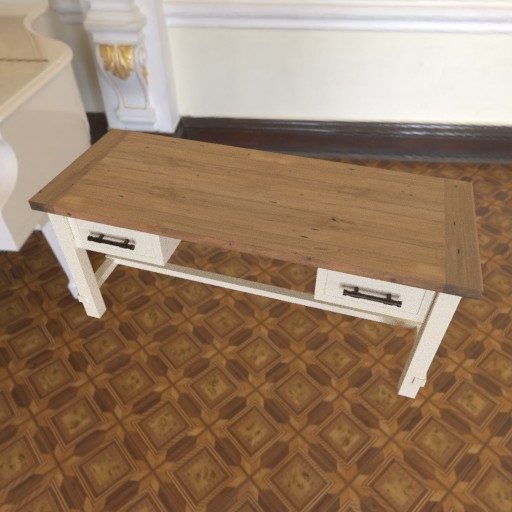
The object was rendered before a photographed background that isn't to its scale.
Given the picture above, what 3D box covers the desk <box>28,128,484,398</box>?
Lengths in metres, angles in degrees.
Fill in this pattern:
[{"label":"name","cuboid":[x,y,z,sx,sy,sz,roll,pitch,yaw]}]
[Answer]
[{"label":"desk","cuboid":[0.000,0.000,2.180,1.803,0.762,0.688,12,44,12]}]
